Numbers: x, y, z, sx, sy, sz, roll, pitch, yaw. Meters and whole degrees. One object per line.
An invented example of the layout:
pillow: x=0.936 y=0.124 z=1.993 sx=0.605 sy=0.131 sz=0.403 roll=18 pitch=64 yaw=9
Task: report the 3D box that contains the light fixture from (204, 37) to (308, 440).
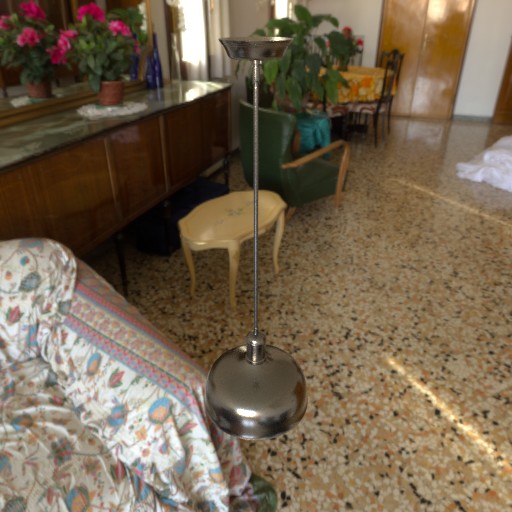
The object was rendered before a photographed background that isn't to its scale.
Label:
light fixture: x=0.000 y=0.000 z=1.061 sx=0.299 sy=0.935 sz=0.299 roll=-8 pitch=30 yaw=-14
